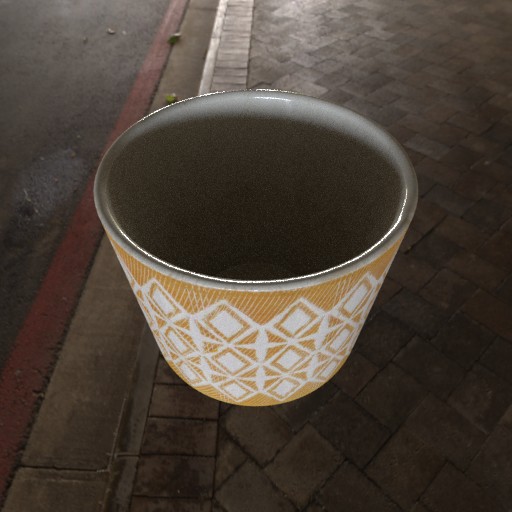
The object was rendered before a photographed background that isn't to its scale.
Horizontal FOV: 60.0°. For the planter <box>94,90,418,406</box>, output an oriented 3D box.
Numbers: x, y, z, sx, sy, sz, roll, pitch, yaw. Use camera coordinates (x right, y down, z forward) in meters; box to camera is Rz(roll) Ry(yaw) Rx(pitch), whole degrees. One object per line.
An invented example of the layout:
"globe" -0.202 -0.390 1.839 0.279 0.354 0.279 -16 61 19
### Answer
"planter" 0.000 0.000 0.331 0.193 0.165 0.193 0 47 0
